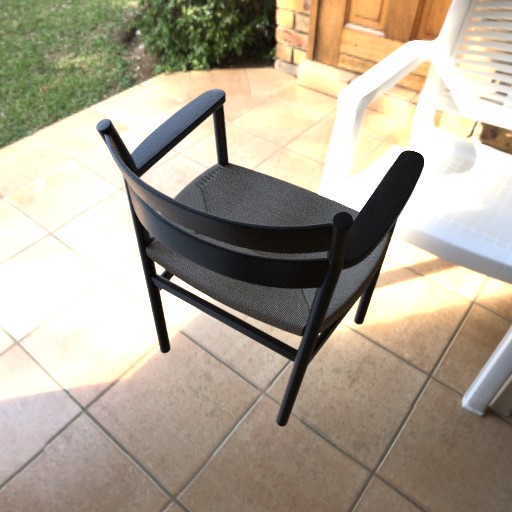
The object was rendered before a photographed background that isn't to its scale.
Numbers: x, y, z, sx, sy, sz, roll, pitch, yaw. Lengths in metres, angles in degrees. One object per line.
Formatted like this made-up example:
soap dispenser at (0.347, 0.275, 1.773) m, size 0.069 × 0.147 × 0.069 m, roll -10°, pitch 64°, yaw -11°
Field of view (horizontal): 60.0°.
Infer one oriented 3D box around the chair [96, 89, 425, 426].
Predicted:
chair at (0.000, 0.000, 1.179) m, size 0.630 × 0.775 × 0.508 m, roll 25°, pitch 52°, yaw 22°
